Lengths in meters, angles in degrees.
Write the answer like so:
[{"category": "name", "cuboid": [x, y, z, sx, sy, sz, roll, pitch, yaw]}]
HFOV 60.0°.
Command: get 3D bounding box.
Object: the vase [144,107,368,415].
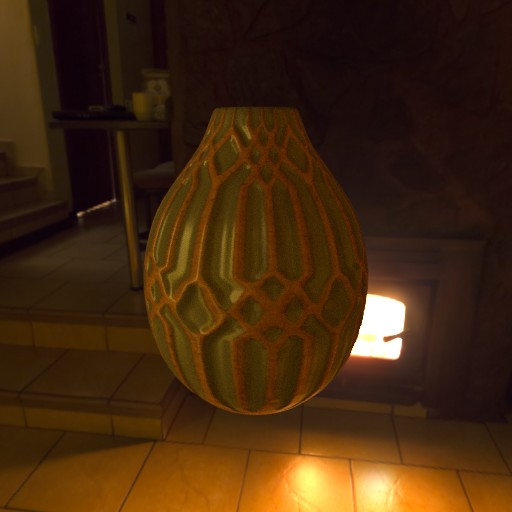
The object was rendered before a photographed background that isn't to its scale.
[{"category": "vase", "cuboid": [0.000, 0.000, 0.138, 0.069, 0.088, 0.069, 0, 17, 0]}]
